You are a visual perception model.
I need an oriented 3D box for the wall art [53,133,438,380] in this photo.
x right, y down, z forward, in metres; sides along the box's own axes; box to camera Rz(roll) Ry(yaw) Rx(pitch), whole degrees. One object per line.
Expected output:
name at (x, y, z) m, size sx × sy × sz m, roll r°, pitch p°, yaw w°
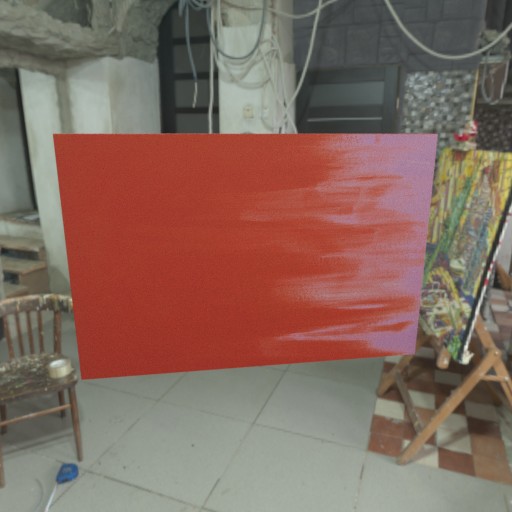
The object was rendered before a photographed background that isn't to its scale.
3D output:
wall art at (0.000, 0.000, 0.761) m, size 0.607 × 0.405 × 0.033 m, roll -2°, pitch 15°, yaw -8°
